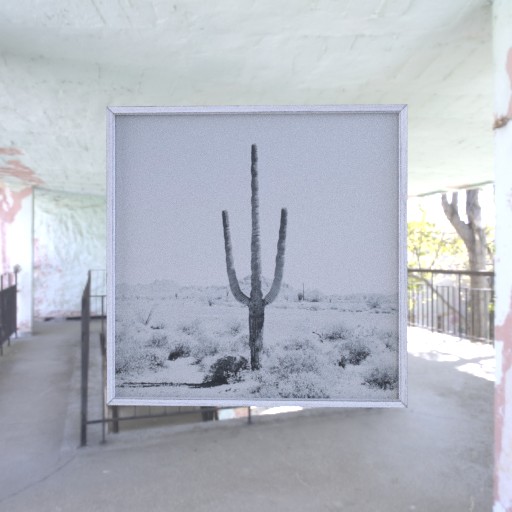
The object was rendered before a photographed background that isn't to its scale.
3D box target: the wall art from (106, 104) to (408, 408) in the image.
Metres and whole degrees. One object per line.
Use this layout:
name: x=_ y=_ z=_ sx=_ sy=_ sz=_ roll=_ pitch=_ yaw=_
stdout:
wall art: x=0.000 y=0.000 z=0.767 sx=0.508 sy=0.508 sz=0.038 roll=0 pitch=0 yaw=1
